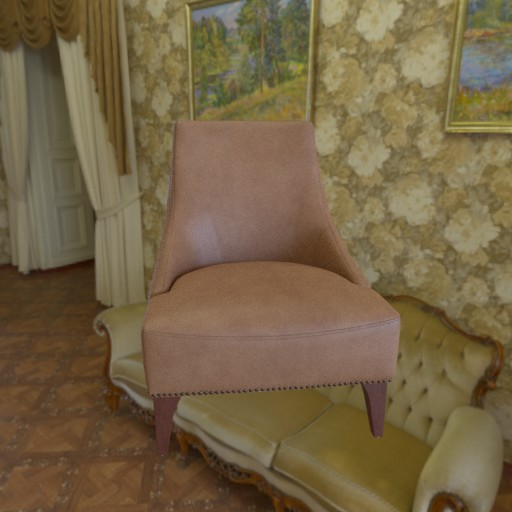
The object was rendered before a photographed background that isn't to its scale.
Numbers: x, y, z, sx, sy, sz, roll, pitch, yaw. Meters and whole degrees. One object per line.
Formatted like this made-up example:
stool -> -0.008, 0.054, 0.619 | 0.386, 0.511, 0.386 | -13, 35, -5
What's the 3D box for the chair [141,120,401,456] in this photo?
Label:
chair -> 0.000, 0.000, 1.509 | 0.701, 0.909, 0.861 | -2, 15, -7
